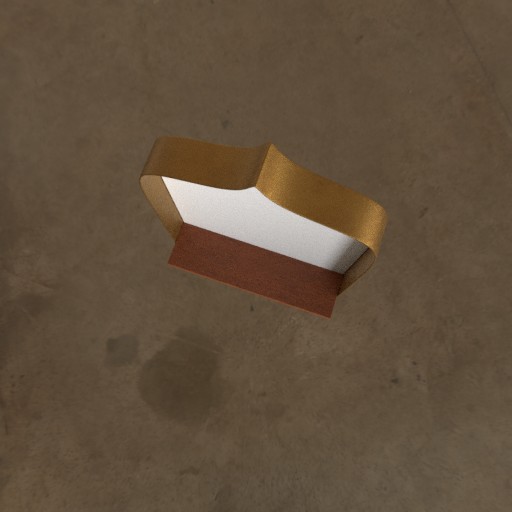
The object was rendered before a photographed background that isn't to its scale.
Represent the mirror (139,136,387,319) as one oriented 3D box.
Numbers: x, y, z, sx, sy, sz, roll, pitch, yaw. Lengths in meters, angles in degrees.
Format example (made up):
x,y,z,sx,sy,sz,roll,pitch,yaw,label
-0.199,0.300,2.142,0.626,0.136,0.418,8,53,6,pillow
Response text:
x,y,z,sx,sy,sz,roll,pitch,yaw,label
0.000,0.000,0.743,0.323,0.613,0.096,18,77,4,mirror
